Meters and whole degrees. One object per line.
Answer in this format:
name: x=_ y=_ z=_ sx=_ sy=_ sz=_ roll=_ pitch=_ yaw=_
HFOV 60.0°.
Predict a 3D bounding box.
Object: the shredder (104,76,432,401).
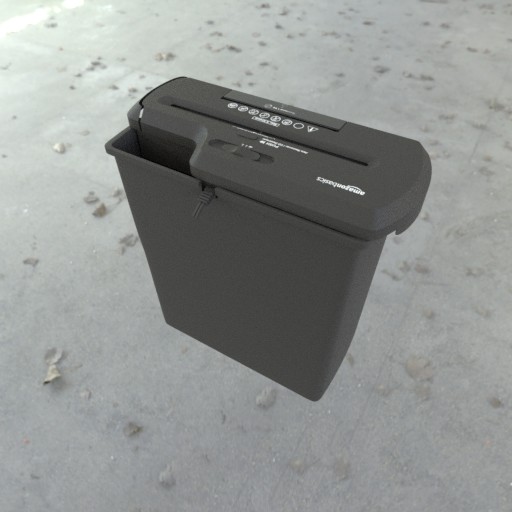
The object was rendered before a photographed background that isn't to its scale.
shredder: x=0.000 y=0.000 z=0.531 sx=0.320 sy=0.335 sz=0.170 roll=23 pitch=50 yaw=21
